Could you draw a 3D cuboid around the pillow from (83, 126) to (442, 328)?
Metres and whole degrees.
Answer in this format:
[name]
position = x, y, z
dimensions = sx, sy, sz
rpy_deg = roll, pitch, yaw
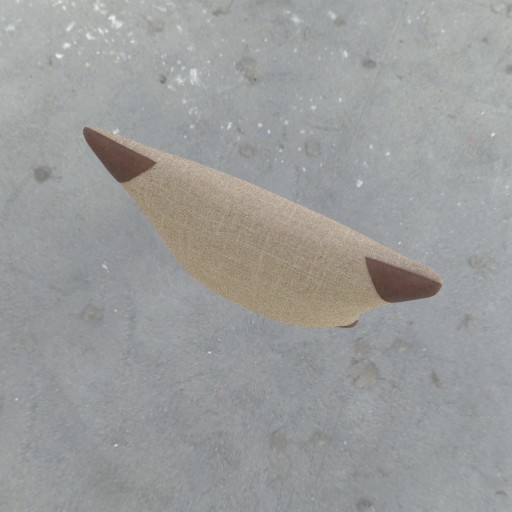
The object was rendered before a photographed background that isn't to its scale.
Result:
[pillow]
position = 0.000, 0.000, 0.694
dimensions = 0.437, 0.448, 0.147
rpy_deg = 23, 78, 5
